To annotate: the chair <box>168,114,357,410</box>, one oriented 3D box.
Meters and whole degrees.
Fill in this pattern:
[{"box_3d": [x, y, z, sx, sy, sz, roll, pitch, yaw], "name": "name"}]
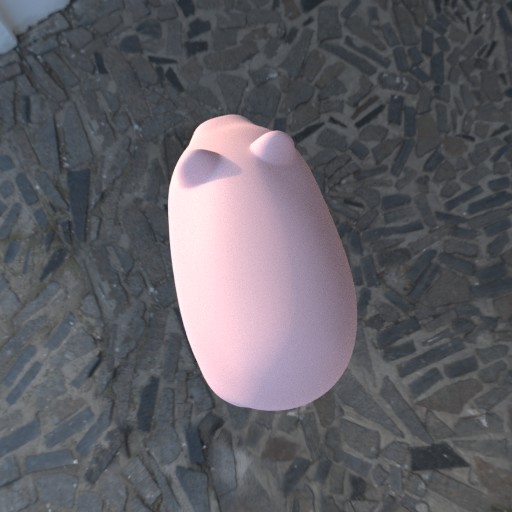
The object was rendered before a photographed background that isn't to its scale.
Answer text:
[{"box_3d": [0.000, 0.000, 0.897, 0.364, 0.423, 0.619, -14, 76, -4], "name": "chair"}]
